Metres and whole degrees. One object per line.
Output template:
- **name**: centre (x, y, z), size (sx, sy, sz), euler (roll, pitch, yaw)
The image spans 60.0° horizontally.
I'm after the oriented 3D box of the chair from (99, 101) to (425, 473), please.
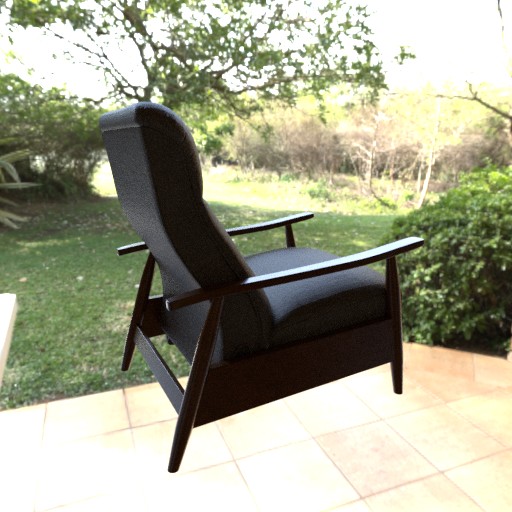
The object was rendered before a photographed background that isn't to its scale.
- **chair**: centre (0.000, 0.000, 1.741), size (1.014, 1.081, 0.762), euler (-7, 16, -27)
